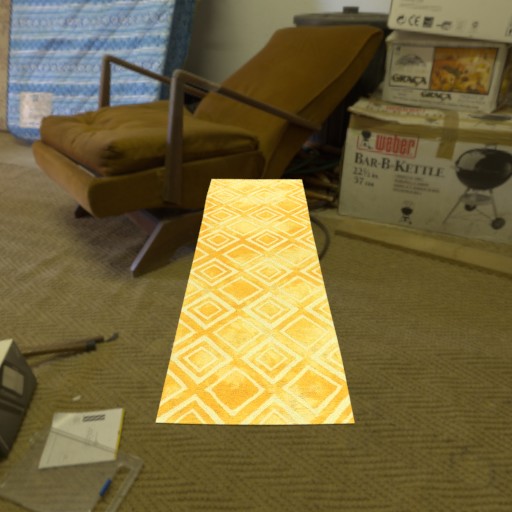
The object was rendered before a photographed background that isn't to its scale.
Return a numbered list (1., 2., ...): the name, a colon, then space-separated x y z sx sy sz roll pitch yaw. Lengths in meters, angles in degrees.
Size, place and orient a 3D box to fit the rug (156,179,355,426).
1. rug: 0.000 0.000 2.724 0.775 0.010 2.438 0 32 0
